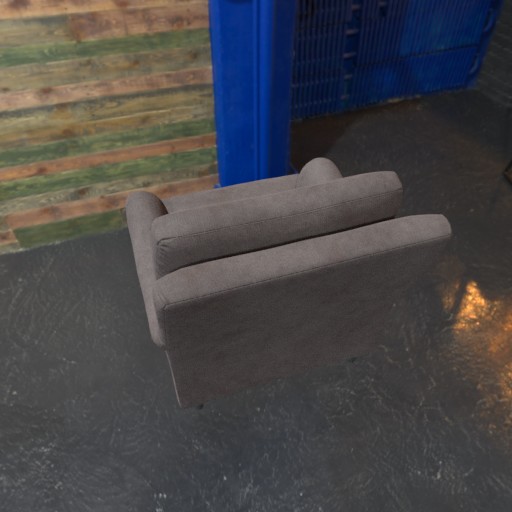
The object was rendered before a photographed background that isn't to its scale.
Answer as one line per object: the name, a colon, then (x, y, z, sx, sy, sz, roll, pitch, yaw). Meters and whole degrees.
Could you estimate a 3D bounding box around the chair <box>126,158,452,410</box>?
chair: (0.000, 0.000, 1.848, 0.955, 0.997, 1.070, -13, 45, -14)
